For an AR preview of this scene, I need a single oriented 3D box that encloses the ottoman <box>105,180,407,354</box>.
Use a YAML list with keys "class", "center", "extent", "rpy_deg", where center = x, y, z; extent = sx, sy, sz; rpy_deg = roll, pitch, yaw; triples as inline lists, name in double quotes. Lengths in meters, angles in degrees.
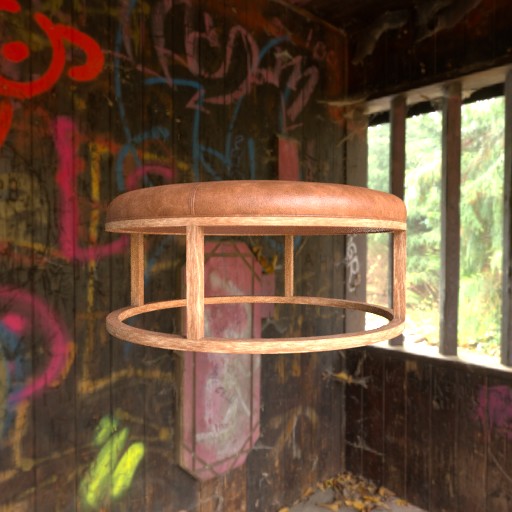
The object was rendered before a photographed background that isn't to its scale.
- class: "ottoman"
  center: [0.000, 0.000, 1.551]
  extent: [1.006, 0.445, 1.006]
  rpy_deg: [0, 1, 0]
